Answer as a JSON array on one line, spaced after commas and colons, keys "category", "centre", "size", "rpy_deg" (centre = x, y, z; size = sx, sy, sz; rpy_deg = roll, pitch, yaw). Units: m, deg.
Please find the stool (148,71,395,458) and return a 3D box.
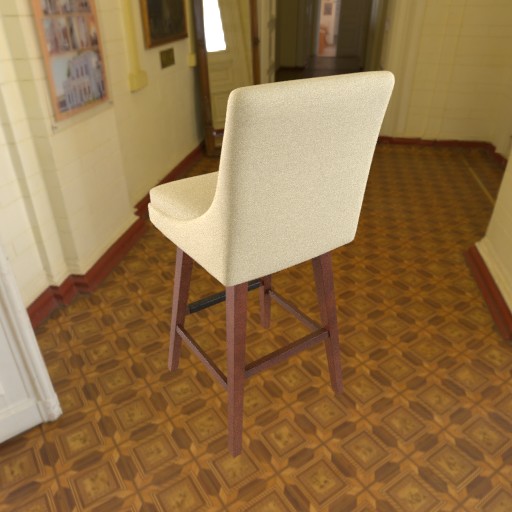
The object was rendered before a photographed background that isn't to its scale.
[{"category": "stool", "centre": [0.000, 0.000, 1.371], "size": [0.470, 1.097, 0.559], "rpy_deg": [-19, 35, -30]}]
